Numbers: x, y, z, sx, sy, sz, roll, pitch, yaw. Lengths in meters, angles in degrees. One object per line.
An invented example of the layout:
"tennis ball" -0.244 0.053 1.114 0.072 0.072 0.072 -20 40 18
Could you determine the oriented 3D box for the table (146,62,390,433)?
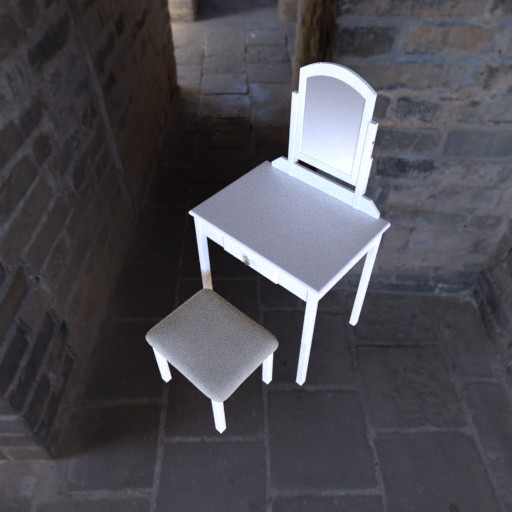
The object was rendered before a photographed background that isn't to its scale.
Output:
"table" 0.000 0.000 2.319 0.876 1.631 1.211 33 54 27
